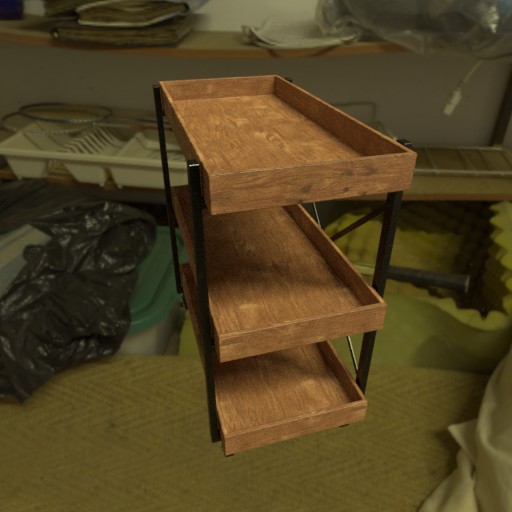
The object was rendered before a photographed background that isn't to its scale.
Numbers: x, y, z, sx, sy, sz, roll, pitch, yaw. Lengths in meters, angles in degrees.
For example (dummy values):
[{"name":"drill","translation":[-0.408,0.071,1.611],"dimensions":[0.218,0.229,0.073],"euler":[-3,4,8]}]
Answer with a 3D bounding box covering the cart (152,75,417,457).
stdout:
[{"name":"cart","translation":[0.000,0.000,1.226],"dimensions":[0.411,0.800,0.750],"euler":[-9,33,-14]}]
